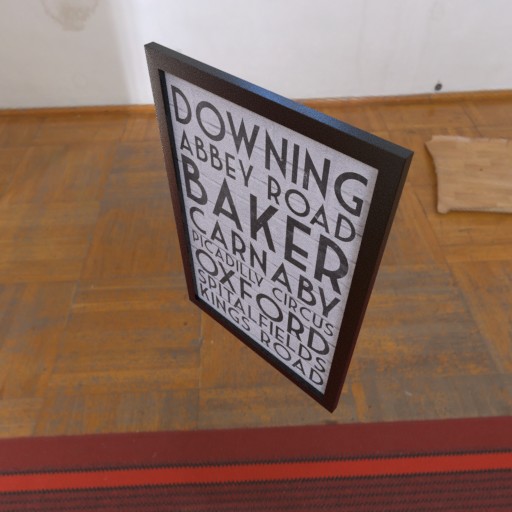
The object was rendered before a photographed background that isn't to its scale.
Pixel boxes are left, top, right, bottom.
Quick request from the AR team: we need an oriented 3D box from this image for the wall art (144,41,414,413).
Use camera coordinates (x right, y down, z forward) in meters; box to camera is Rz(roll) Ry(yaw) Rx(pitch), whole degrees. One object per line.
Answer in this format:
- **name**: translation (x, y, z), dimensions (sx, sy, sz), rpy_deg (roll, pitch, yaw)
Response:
- **wall art**: translation (0.000, 0.000, 0.550), dimensions (0.304, 0.432, 0.013), rpy_deg (34, 55, 27)
